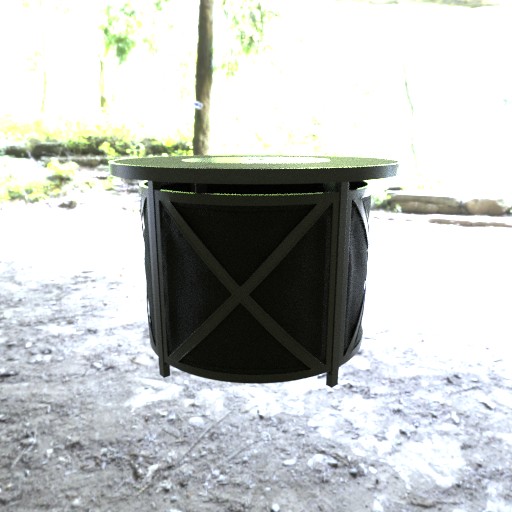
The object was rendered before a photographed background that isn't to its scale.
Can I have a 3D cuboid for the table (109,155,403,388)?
[{"bbox_3d":[0.000,0.000,1.527,0.914,0.650,0.914,0,15,0],"label":"table"}]
